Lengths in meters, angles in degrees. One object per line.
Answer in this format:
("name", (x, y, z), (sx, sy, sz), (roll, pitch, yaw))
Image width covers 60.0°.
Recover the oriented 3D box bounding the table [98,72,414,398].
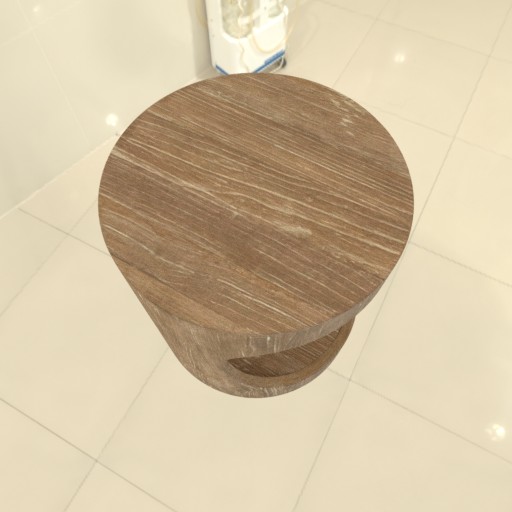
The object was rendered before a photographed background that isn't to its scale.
("table", (0.000, 0.000, 0.993), (0.527, 0.551, 0.527), (0, 63, 0))
